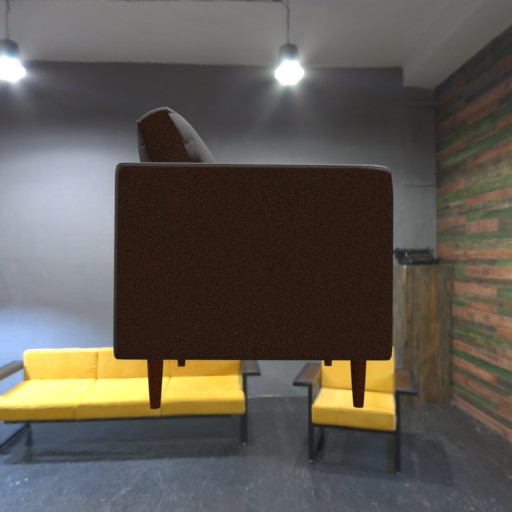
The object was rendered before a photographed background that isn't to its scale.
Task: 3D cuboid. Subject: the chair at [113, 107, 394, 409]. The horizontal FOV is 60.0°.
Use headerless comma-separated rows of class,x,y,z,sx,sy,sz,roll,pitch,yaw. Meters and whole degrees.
chair,0.000,0.000,1.620,0.800,0.927,0.854,0,0,-1
